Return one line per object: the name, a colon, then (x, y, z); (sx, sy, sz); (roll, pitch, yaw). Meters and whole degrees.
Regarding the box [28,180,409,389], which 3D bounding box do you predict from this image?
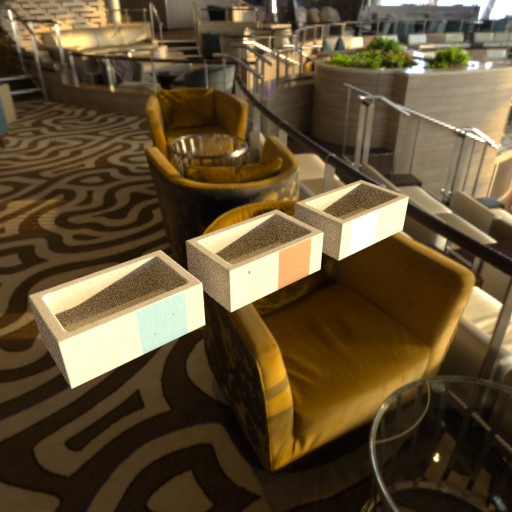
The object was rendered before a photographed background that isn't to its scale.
box: (0.000, 0.000, 0.508); (0.461, 0.051, 0.082); (-22, 37, -33)
